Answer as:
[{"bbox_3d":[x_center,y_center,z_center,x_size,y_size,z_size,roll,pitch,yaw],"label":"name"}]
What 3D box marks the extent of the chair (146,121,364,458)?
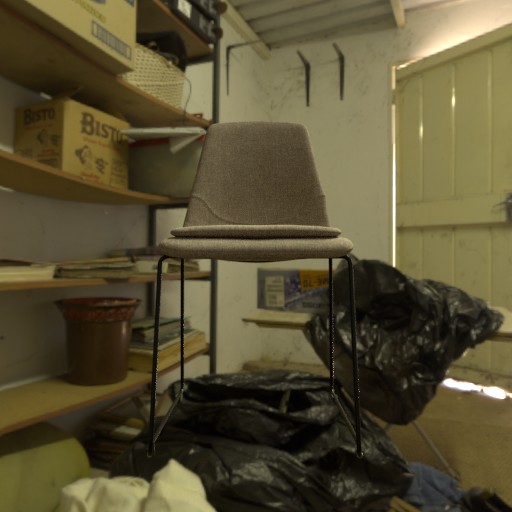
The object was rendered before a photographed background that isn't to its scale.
[{"bbox_3d":[0.000,0.000,1.169,0.479,0.858,0.518,0,0,1],"label":"chair"}]
